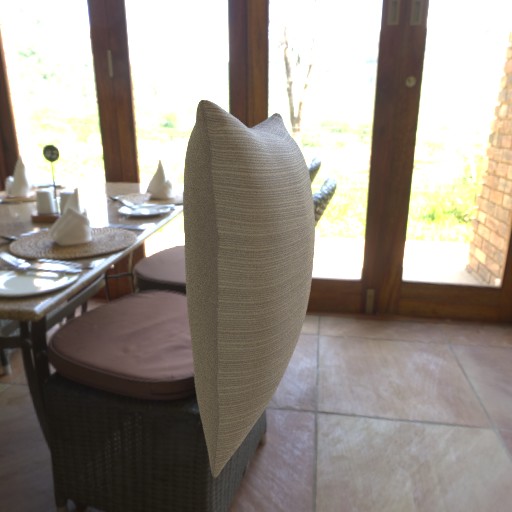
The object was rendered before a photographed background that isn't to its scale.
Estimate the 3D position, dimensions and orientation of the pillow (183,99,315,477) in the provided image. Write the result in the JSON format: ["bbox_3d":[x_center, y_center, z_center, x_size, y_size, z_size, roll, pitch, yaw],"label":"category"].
[{"bbox_3d":[0.000,0.000,0.778,0.204,0.497,0.512,3,17,11],"label":"pillow"}]
